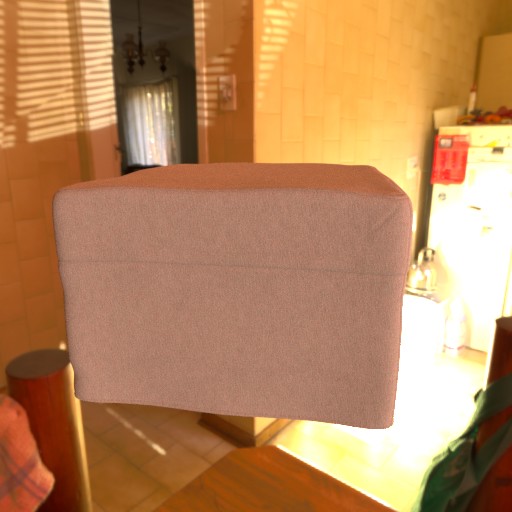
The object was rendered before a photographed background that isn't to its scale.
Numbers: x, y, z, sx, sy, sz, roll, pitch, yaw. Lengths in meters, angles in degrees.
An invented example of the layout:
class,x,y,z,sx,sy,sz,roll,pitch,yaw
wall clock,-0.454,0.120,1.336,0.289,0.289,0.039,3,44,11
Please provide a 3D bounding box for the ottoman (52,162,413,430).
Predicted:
class,x,y,z,sx,sy,sz,roll,pitch,yaw
ottoman,0.000,0.000,1.187,0.648,0.461,0.833,2,15,9
